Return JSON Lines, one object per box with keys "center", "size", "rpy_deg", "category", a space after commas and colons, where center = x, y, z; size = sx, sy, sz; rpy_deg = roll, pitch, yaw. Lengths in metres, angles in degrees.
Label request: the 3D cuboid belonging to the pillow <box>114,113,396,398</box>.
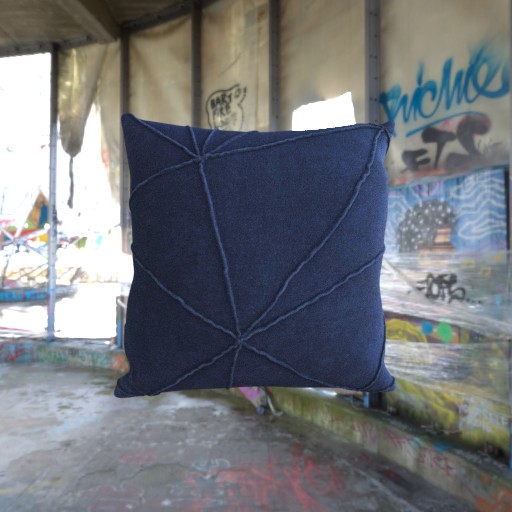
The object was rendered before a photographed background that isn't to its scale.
{"center": [0.000, 0.000, 0.686], "size": [0.439, 0.440, 0.183], "rpy_deg": [0, -1, -1], "category": "pillow"}
